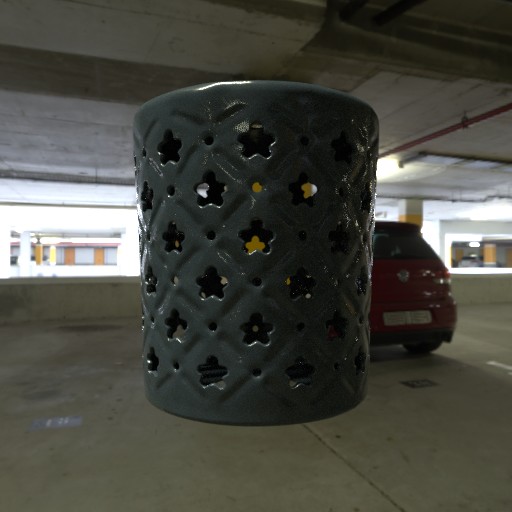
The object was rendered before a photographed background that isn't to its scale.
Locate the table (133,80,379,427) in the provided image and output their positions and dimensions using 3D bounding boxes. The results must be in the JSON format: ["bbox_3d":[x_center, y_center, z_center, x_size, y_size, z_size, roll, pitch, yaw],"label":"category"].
[{"bbox_3d":[0.000,0.000,0.649,0.352,0.387,0.352,0,-1,0],"label":"table"}]
